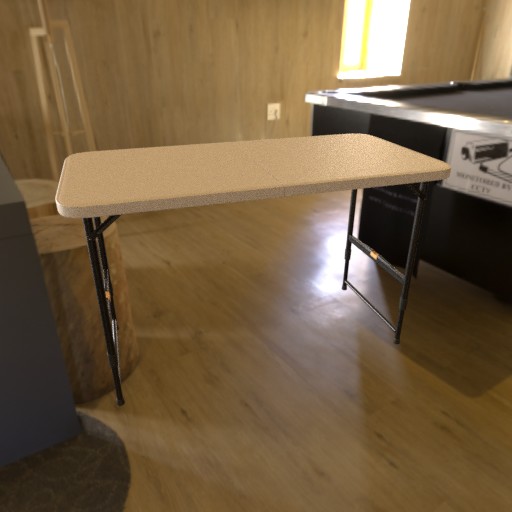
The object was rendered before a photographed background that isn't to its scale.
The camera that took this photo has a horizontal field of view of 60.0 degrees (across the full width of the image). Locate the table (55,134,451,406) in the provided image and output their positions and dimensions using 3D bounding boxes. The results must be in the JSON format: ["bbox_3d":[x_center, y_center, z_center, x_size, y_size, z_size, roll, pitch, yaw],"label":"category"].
[{"bbox_3d":[0.000,0.000,1.679,1.245,0.737,0.611,-8,28,-16],"label":"table"}]
